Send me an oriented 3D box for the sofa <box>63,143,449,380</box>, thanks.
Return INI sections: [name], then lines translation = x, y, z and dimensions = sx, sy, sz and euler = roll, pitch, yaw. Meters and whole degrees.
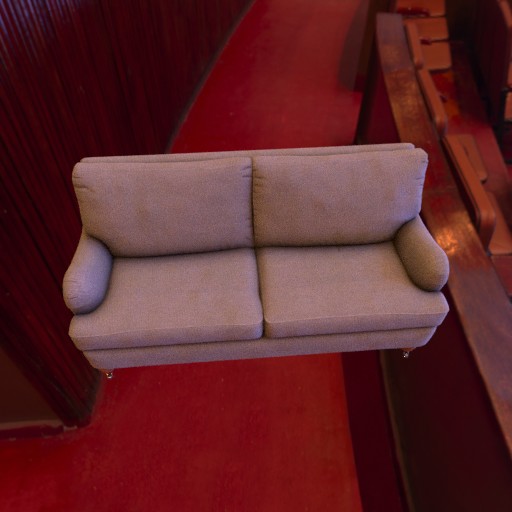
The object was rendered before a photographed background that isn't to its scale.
[sofa]
translation = 0.000, 0.000, 2.807
dimensions = 2.193, 1.096, 1.069
euler = -3, 48, -3
